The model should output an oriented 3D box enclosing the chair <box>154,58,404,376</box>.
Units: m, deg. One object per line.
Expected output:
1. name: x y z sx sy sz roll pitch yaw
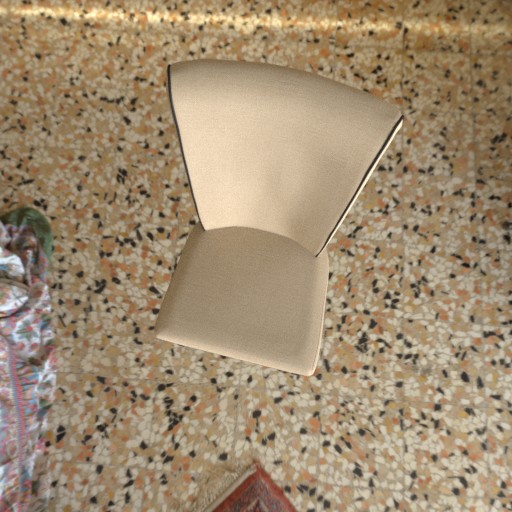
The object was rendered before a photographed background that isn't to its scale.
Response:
1. chair: 0.000 0.000 1.341 0.522 0.997 0.623 13 77 3
